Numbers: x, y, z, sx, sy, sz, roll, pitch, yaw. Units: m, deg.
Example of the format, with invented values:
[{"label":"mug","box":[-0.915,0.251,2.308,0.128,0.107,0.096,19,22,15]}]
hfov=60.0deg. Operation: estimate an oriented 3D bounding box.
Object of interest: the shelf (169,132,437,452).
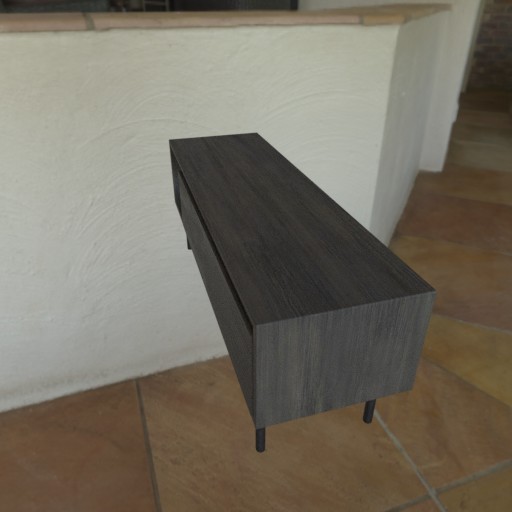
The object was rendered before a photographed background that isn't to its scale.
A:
[{"label":"shelf","box":[0.000,0.000,1.536,0.400,0.495,1.300,-9,32,-14]}]
